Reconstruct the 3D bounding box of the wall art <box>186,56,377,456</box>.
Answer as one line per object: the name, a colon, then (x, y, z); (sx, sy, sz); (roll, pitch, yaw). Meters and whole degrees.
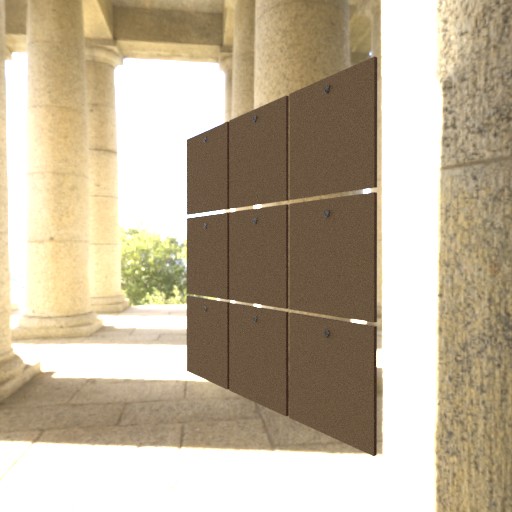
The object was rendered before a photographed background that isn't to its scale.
wall art: (0.000, 0.000, 1.841); (0.019, 1.218, 1.221); (0, 0, -36)
